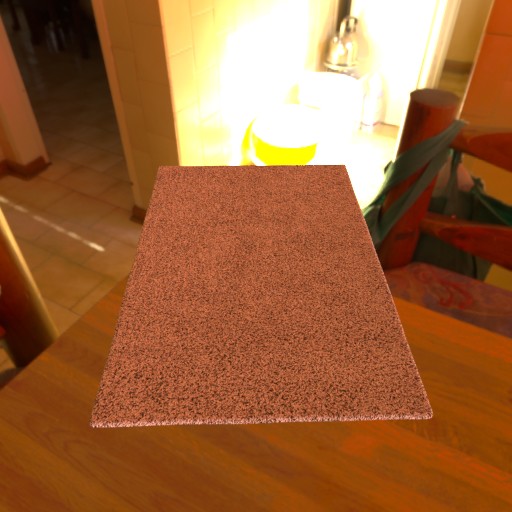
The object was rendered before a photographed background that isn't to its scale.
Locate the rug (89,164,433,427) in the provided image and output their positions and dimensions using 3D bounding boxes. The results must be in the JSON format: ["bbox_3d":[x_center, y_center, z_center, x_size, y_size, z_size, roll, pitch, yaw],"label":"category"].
[{"bbox_3d":[0.000,0.000,2.230,1.219,0.030,1.778,-1,41,-1],"label":"rug"}]
